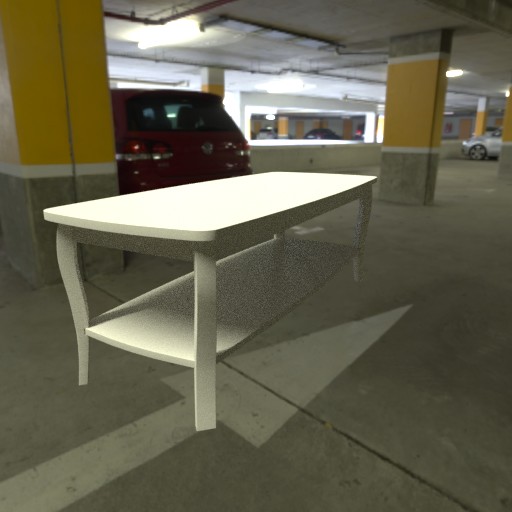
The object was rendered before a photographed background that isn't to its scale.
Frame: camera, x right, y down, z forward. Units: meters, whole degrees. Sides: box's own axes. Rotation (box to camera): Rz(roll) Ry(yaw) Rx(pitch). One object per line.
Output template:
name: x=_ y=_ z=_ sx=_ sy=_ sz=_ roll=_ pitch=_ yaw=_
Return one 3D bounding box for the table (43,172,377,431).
table: x=0.000 y=0.000 z=1.568 sx=0.561 sy=0.474 sz=1.334 roll=8 pitch=18 yaw=28
